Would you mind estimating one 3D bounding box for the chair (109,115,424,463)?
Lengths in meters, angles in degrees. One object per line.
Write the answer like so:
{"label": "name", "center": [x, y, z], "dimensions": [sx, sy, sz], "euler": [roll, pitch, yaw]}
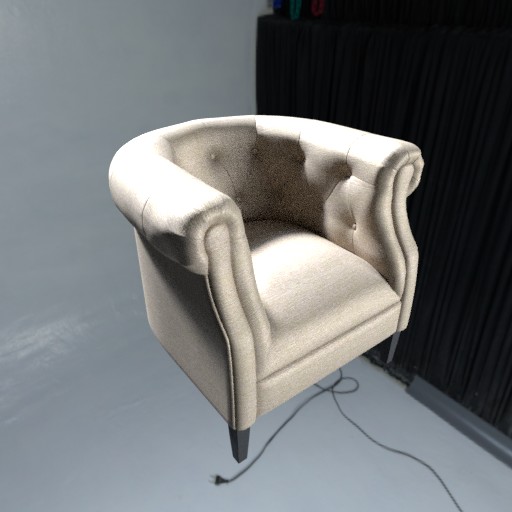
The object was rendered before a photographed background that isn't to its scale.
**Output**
{"label": "chair", "center": [0.000, 0.000, 1.575], "dimensions": [0.905, 0.827, 0.852], "euler": [-21, 36, -32]}
